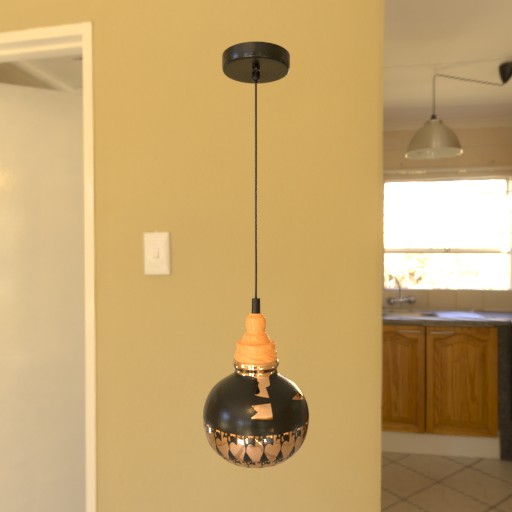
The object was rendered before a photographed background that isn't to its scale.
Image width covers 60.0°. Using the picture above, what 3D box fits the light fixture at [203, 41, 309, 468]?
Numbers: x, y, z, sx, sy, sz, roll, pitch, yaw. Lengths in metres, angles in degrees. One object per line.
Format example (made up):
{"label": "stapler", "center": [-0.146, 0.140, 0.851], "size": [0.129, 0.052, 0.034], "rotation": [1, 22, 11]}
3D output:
{"label": "light fixture", "center": [0.000, 0.000, 1.801], "size": [0.430, 1.606, 0.430], "rotation": [0, 1, 1]}
